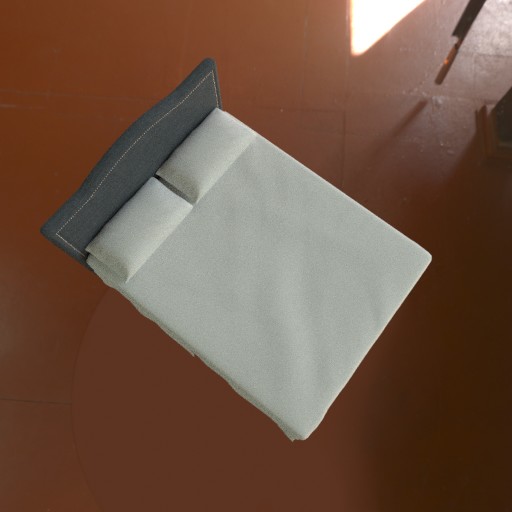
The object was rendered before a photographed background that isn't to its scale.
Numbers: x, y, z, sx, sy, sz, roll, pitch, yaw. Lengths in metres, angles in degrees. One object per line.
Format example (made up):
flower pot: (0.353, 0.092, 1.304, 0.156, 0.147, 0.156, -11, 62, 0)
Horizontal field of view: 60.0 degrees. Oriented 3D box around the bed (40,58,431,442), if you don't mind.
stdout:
bed: (0.000, 0.000, 4.006, 2.689, 1.457, 2.161, 37, 77, 10)
